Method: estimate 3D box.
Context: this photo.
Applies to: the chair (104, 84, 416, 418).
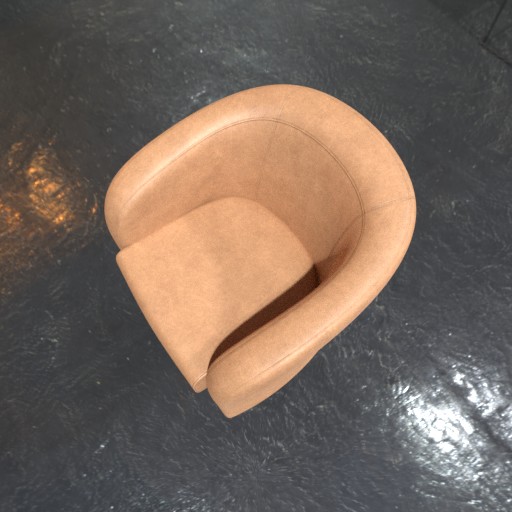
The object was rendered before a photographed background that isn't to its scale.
[{"bbox_3d":[0.000,0.000,1.480,0.815,0.771,0.791,-32,68,-15],"label":"chair"}]
